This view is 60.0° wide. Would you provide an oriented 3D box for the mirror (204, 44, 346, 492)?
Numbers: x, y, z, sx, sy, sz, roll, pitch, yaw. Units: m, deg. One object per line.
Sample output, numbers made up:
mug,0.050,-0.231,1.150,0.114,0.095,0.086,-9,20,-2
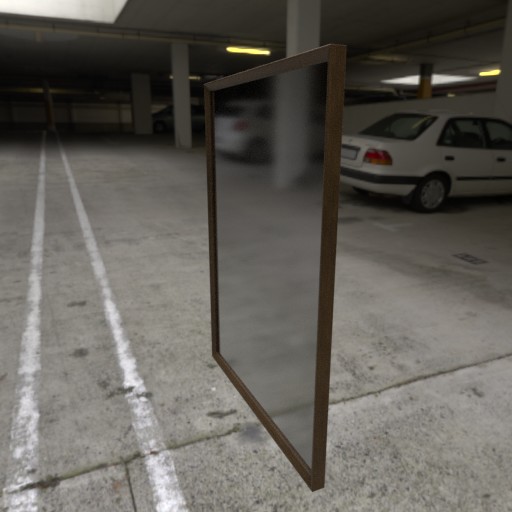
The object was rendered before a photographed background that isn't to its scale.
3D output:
mirror,0.000,0.000,1.303,0.041,1.016,0.762,-7,17,-23
